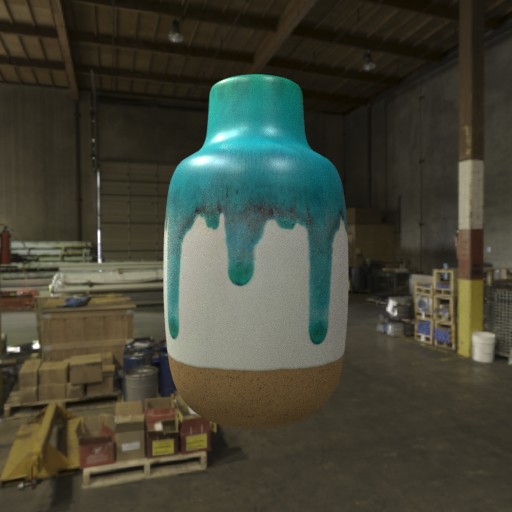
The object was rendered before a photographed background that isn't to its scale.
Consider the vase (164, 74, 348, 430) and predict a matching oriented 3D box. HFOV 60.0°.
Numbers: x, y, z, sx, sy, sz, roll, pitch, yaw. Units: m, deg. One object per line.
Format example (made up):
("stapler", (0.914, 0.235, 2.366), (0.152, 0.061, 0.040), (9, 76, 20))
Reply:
("vase", (0.000, 0.000, 0.259), (0.106, 0.192, 0.106), (0, 1, 0))
